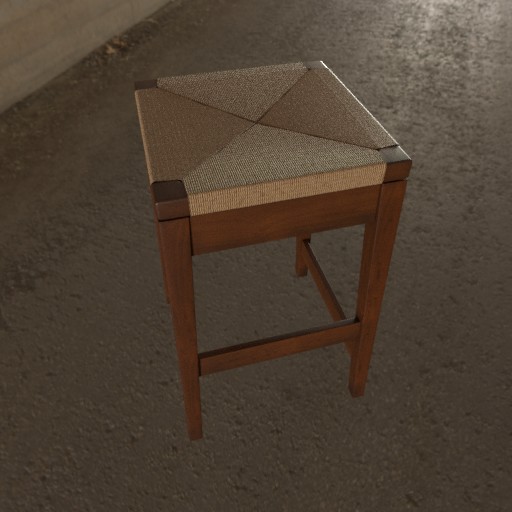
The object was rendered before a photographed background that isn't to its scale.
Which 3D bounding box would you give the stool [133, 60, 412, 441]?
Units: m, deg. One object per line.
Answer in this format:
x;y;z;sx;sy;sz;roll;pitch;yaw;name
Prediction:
0.000;0.000;1.109;0.497;0.762;0.507;-11;47;-11;stool
